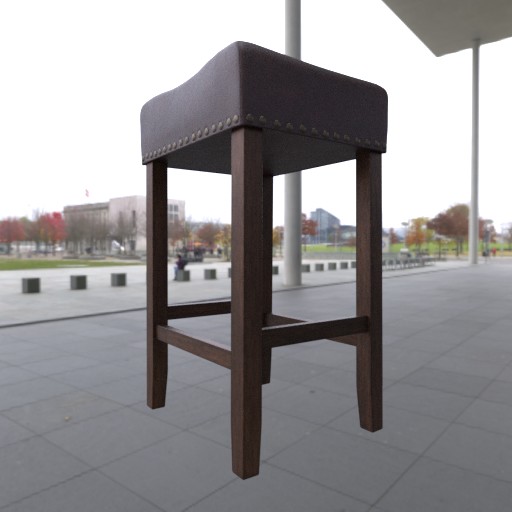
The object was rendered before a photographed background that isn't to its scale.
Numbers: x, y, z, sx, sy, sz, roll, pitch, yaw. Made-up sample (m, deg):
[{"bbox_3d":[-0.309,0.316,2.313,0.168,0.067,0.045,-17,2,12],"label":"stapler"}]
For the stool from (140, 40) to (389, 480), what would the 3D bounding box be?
[{"bbox_3d":[0.000,0.000,1.053,0.401,0.769,0.465,-1,1,-36],"label":"stool"}]
